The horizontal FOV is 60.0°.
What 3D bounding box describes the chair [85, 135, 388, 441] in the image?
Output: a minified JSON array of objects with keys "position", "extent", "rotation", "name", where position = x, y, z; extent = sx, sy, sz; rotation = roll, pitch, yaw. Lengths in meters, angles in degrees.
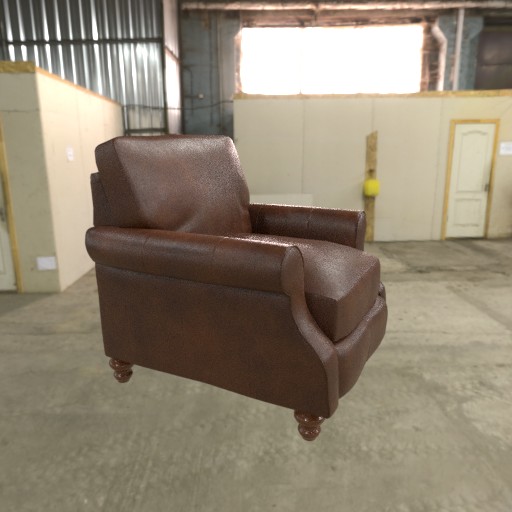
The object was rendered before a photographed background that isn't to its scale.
[{"position":[0.000,0.000,1.807],"extent":[0.992,0.972,0.989],"rotation":[7,15,26],"name":"chair"}]
